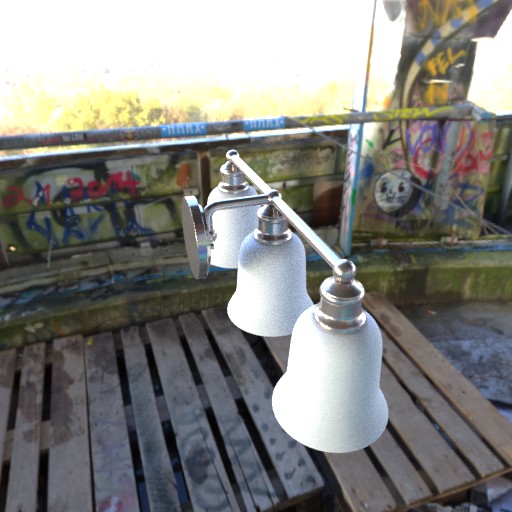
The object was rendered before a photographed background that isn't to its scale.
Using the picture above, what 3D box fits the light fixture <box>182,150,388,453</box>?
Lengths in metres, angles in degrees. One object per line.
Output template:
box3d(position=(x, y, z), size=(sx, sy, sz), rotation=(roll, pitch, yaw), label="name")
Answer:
box3d(position=(0.000, 0.000, 0.679), size=(0.198, 0.211, 0.570), rotation=(-9, 31, -16), label="light fixture")
